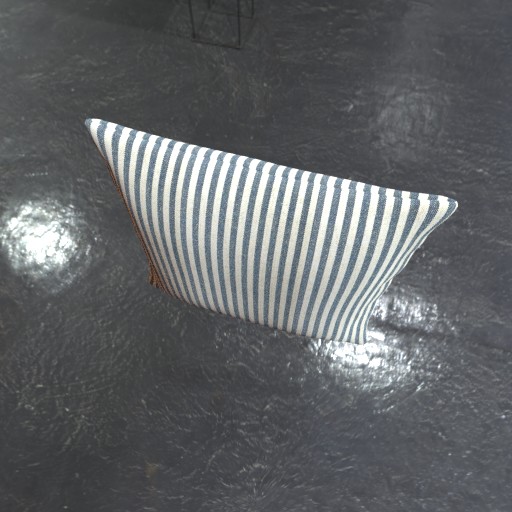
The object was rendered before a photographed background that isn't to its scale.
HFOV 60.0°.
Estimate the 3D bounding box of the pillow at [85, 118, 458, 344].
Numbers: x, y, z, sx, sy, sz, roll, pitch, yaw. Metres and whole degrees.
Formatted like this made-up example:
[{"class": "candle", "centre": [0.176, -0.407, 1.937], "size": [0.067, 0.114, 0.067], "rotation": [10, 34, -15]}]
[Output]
[{"class": "pillow", "centre": [0.000, 0.000, 0.806], "size": [0.523, 0.510, 0.166], "rotation": [14, 61, 8]}]
